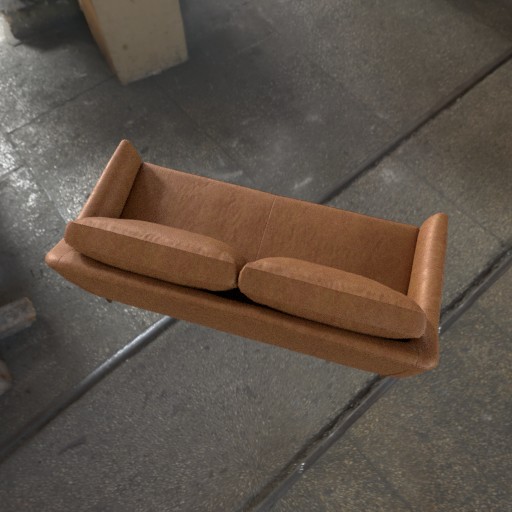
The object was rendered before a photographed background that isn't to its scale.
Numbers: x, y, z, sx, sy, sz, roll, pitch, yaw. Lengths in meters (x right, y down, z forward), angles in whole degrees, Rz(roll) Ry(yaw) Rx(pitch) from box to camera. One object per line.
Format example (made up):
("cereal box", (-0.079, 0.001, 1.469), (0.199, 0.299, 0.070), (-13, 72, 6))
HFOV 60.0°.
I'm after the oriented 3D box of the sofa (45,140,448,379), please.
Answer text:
("sofa", (0.000, 0.000, 2.558), (2.036, 0.945, 0.981), (14, 65, 7))
